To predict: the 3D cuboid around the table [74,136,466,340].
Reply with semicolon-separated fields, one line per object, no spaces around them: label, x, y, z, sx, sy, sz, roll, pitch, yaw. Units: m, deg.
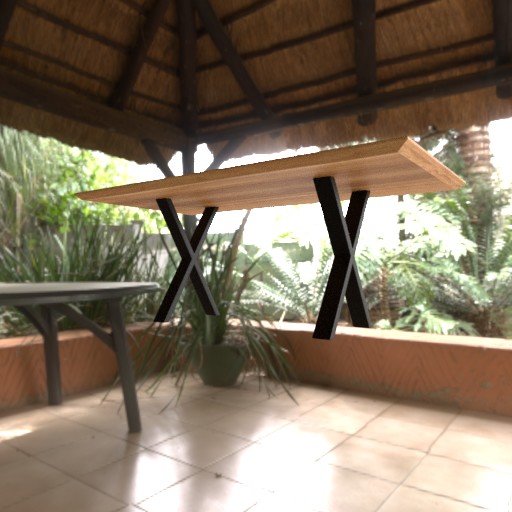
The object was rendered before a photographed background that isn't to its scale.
table;0.000;0.000;2.497;2.000;0.770;1.000;-1;-2;36
